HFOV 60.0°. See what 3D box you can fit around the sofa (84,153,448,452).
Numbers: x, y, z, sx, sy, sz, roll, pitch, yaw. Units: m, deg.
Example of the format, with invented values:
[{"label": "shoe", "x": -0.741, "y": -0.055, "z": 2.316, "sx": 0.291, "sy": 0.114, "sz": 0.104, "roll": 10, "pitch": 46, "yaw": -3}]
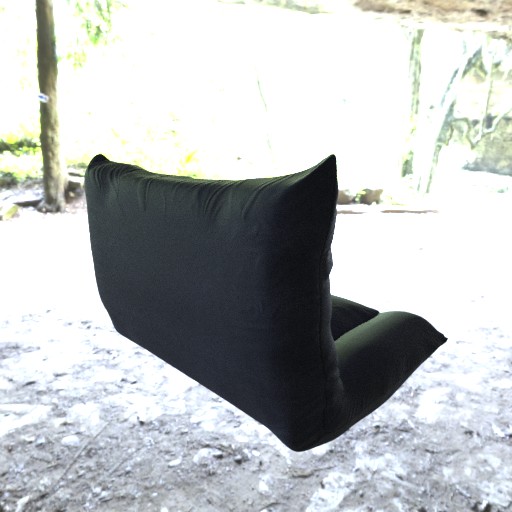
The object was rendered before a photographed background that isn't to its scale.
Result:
[{"label": "sofa", "x": 0.000, "y": 0.000, "z": 1.622, "sx": 0.849, "sy": 0.778, "sz": 1.122, "roll": -14, "pitch": 21, "yaw": -42}]
